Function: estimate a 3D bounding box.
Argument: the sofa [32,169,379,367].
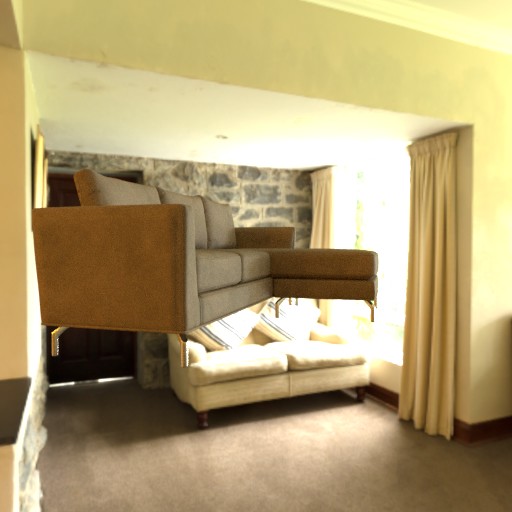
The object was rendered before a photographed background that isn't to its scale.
[{"bbox_3d":[0.000,0.000,3.143,1.622,0.987,2.438,0,1,17],"label":"sofa"}]
